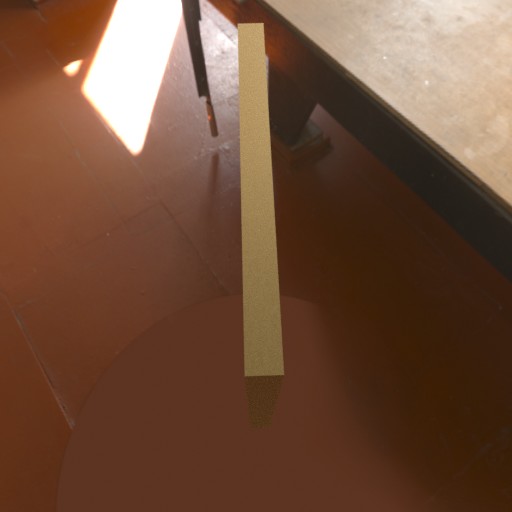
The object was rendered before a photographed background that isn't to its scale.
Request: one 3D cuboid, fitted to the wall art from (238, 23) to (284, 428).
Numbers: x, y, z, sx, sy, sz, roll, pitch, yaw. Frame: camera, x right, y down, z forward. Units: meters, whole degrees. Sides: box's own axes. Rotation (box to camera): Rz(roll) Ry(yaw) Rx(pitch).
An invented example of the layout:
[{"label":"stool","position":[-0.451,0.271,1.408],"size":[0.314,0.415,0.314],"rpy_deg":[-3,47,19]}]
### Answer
[{"label":"wall art","position":[0.000,0.000,1.928],"size":[0.095,1.284,1.284],"rpy_deg":[-2,64,-1]}]
